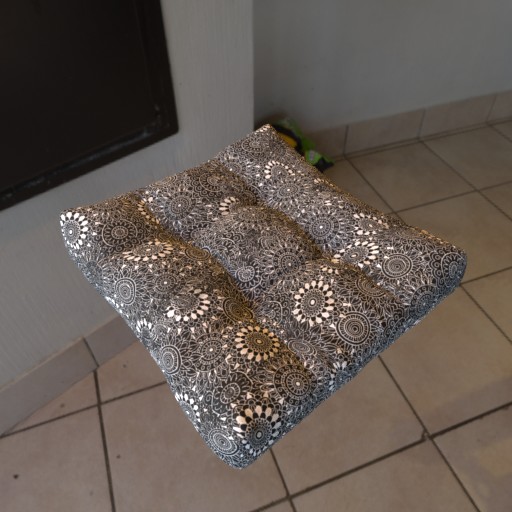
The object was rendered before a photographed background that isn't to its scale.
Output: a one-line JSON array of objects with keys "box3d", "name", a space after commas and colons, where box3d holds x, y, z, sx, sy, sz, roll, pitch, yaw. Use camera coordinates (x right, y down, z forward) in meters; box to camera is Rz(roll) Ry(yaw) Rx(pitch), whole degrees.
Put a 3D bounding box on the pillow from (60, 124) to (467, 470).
[{"box3d": [0.000, 0.000, 0.721, 0.468, 0.128, 0.490, -30, 53, -26], "name": "pillow"}]
